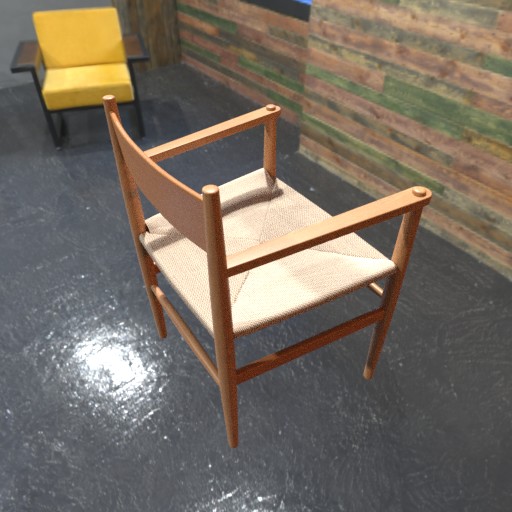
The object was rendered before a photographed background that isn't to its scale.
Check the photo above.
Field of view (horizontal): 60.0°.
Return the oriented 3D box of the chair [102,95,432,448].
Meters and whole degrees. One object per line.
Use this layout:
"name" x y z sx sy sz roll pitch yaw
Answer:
"chair" 0.000 0.000 1.109 0.495 0.762 0.556 -23 46 -25
